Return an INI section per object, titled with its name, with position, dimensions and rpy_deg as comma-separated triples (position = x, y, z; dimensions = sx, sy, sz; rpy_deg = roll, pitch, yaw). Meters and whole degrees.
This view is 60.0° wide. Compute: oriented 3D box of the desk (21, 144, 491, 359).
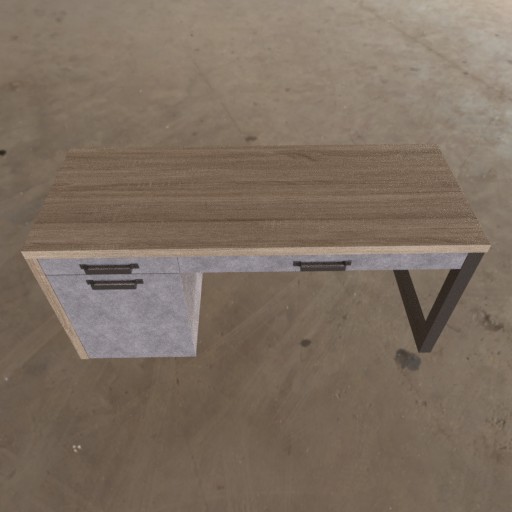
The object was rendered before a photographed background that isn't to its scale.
[desk]
position = 0.000, 0.000, 2.096
dimensions = 1.700, 0.760, 0.690
rpy_deg = -1, 47, -1
